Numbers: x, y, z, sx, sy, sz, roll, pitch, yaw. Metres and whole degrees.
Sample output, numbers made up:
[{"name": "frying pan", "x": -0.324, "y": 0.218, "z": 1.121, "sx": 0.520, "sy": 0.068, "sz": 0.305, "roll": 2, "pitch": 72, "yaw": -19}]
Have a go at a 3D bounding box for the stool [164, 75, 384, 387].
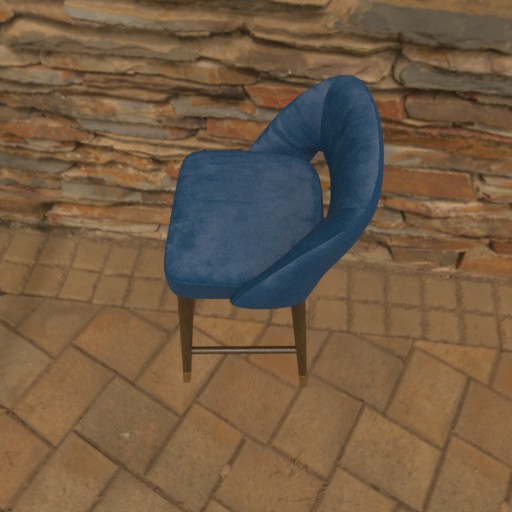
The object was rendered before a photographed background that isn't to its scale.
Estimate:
[{"name": "stool", "x": 0.000, "y": 0.000, "z": 1.313, "sx": 0.515, "sy": 1.016, "sz": 0.514, "roll": 2, "pitch": 57, "yaw": 1}]
